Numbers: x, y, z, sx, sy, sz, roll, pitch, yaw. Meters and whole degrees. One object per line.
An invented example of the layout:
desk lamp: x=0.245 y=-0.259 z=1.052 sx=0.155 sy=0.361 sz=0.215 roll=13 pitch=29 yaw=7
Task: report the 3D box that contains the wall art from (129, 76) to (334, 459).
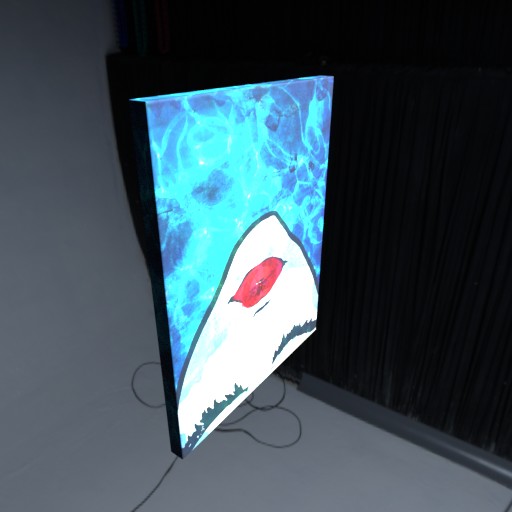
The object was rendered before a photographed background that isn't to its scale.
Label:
wall art: x=0.000 y=0.000 z=1.053 sx=0.038 sy=0.760 sz=0.609 roll=18 pitch=31 yaw=32
